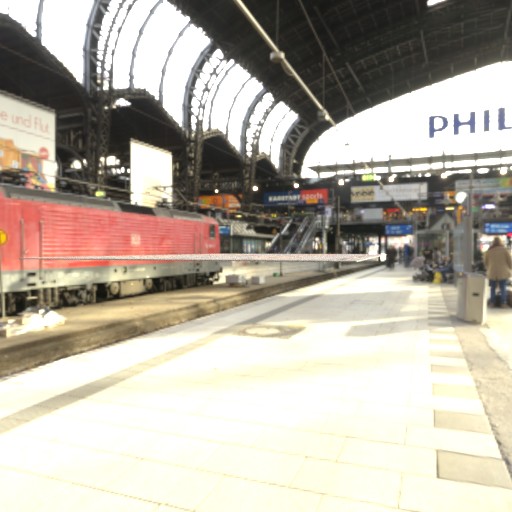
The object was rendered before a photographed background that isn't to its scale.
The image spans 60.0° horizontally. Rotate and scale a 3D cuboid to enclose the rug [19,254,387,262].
[{"bbox_3d":[0.000,0.000,2.288,1.217,0.005,1.818,0,1,19],"label":"rug"}]
